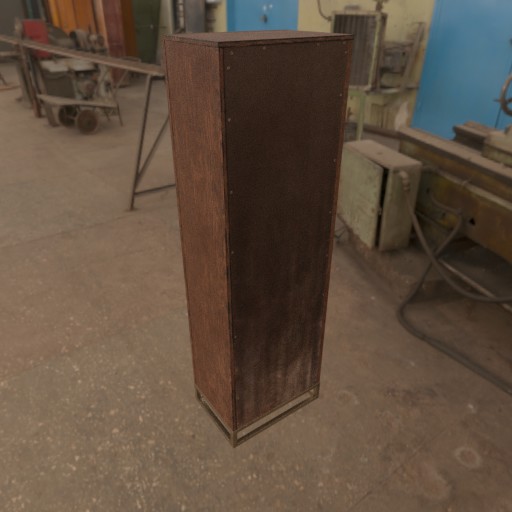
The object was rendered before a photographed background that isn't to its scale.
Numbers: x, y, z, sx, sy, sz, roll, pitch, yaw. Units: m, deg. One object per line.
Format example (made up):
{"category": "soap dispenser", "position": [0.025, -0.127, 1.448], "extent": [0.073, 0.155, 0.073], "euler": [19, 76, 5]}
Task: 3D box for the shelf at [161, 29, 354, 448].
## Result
{"category": "shelf", "position": [0.000, 0.000, 1.933], "extent": [0.539, 1.732, 0.395], "euler": [-19, 35, -30]}
